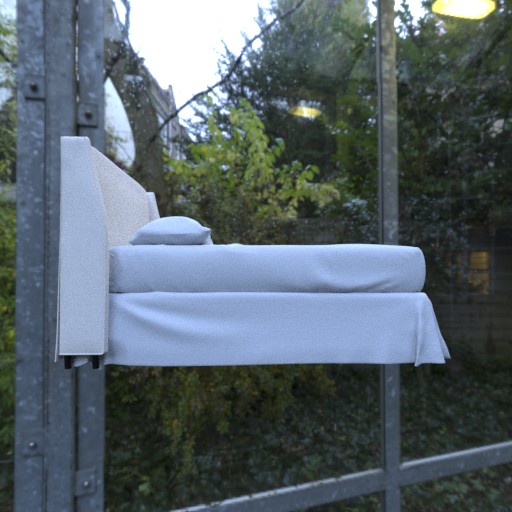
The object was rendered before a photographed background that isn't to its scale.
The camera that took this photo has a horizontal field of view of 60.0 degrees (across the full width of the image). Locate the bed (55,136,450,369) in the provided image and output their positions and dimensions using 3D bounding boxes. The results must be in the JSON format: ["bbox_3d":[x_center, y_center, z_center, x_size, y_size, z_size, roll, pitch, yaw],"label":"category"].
[{"bbox_3d":[0.000,0.000,3.437,2.276,1.332,1.925,0,-2,-1],"label":"bed"}]
